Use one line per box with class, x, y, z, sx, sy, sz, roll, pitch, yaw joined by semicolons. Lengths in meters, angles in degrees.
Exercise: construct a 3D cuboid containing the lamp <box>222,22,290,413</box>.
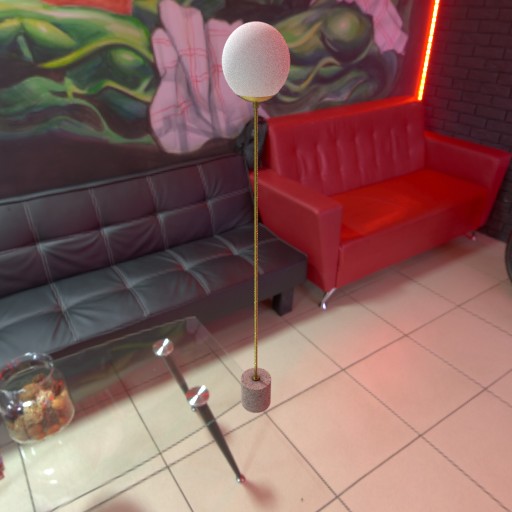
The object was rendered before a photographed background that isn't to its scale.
lamp;0.000;0.000;1.869;0.229;1.748;0.229;-1;30;-1
